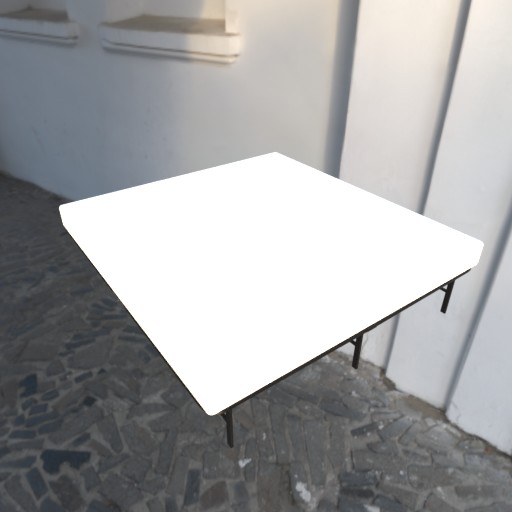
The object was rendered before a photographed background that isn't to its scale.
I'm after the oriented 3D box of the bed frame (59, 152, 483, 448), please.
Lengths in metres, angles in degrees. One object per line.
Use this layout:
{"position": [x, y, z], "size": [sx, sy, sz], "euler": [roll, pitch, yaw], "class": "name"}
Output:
{"position": [0.000, 0.000, 3.007], "size": [1.935, 0.525, 2.033], "euler": [-21, 38, -30], "class": "bed frame"}
